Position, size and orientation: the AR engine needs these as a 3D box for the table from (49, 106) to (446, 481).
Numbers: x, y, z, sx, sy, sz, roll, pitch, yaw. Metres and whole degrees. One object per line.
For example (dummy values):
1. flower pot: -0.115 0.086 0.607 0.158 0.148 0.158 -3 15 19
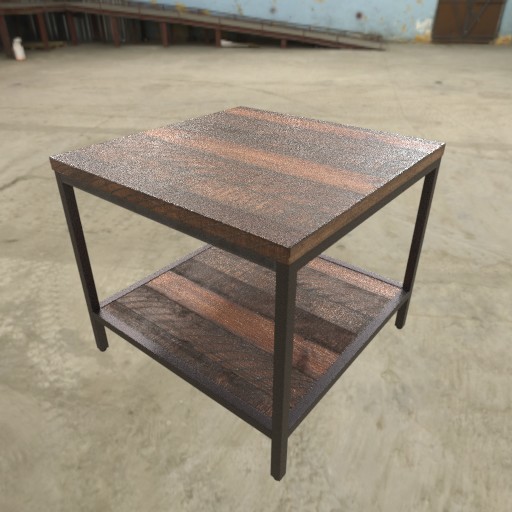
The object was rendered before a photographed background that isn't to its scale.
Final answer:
1. table: 0.000 0.000 0.986 0.548 0.482 0.553 22 37 33
